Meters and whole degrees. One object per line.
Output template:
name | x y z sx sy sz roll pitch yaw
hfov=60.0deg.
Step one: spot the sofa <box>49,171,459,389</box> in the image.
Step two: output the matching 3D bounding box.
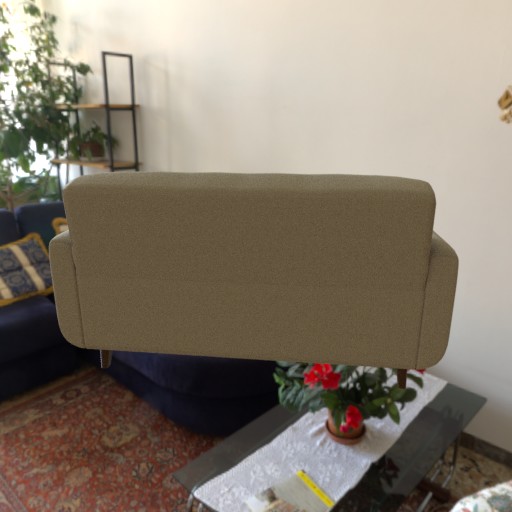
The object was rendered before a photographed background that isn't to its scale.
sofa | 0.000 0.000 2.206 1.655 0.892 0.980 2 17 7
